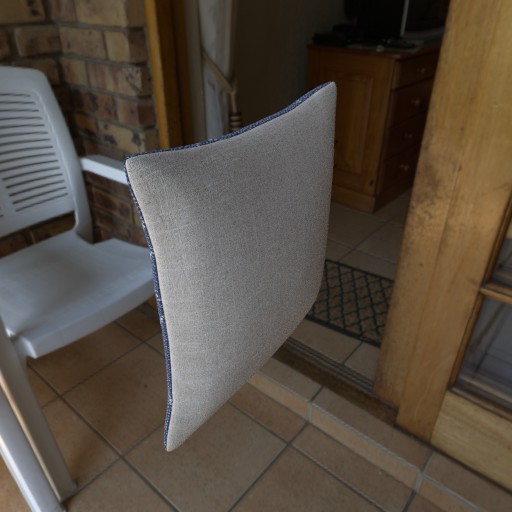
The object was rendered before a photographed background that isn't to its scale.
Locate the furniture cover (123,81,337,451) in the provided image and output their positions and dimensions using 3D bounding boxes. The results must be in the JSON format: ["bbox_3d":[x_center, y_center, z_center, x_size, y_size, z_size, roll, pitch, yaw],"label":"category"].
[{"bbox_3d":[0.000,0.000,0.775,0.162,0.503,0.511,20,37,29],"label":"furniture cover"}]
